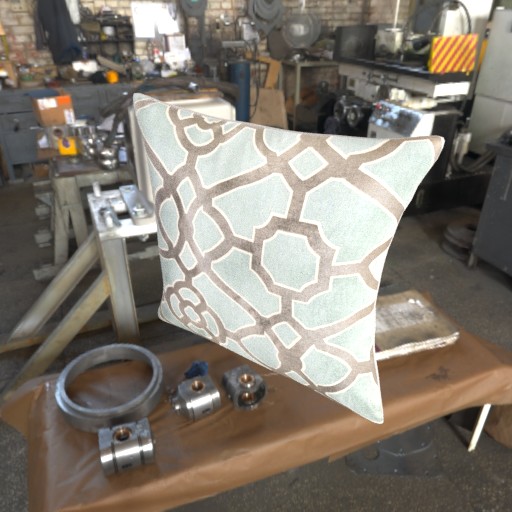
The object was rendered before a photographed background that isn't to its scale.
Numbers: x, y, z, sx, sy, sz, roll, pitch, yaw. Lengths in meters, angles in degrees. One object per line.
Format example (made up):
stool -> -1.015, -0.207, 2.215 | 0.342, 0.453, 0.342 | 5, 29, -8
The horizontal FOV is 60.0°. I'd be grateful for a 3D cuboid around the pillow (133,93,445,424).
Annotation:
pillow -> 0.000, 0.000, 0.798 | 0.552, 0.508, 0.166 | 19, 35, 29
